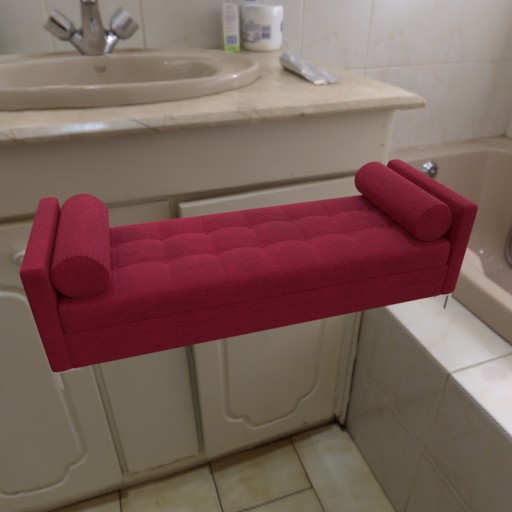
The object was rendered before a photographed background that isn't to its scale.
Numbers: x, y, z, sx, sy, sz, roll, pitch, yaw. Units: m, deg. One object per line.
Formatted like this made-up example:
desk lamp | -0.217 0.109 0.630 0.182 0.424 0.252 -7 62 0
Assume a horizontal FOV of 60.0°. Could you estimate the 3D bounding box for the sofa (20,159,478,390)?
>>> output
sofa | 0.000 0.000 2.258 1.981 0.635 0.686 -9 33 -14
